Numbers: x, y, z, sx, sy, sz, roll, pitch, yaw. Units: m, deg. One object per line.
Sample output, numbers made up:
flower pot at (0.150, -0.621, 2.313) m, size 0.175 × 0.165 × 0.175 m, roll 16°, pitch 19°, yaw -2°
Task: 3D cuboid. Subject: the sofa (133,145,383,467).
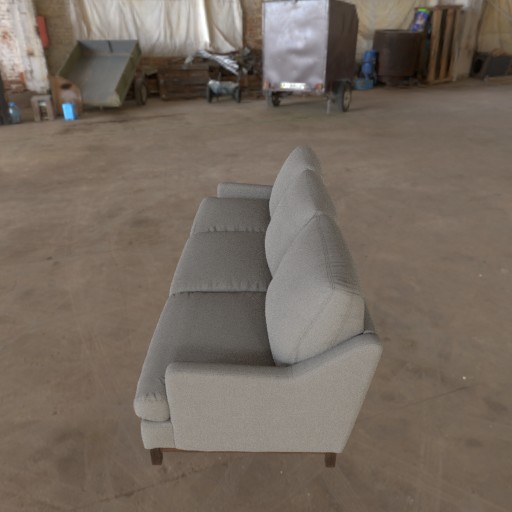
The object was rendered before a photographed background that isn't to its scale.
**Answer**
sofa at (0.000, 0.000, 2.770) m, size 0.987 × 0.926 × 2.344 m, roll 0°, pitch 28°, yaw 1°
